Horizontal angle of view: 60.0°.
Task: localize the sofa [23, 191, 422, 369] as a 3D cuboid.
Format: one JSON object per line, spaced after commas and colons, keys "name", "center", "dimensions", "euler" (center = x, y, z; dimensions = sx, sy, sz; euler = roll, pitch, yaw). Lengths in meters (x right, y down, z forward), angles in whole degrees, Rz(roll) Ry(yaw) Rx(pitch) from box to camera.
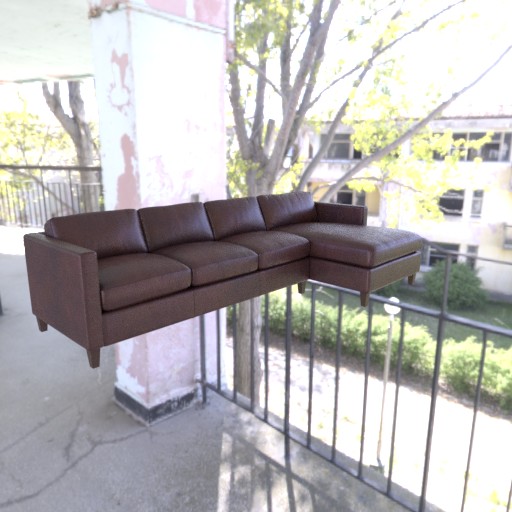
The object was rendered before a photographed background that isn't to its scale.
{"name": "sofa", "center": [0.000, 0.000, 3.830], "dimensions": [1.581, 0.883, 3.203], "euler": [13, 18, 43]}
